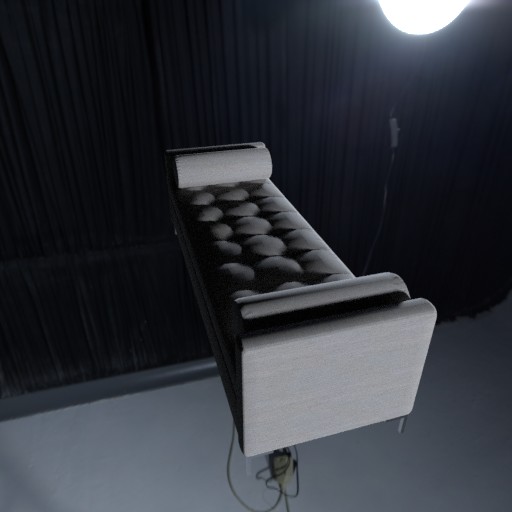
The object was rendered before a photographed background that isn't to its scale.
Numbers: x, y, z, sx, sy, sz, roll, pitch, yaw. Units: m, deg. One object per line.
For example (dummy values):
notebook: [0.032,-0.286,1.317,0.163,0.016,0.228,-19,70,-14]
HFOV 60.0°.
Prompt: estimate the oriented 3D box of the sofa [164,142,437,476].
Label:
sofa: [0.000,0.000,2.348,0.686,0.635,1.981,-9,32,-14]
